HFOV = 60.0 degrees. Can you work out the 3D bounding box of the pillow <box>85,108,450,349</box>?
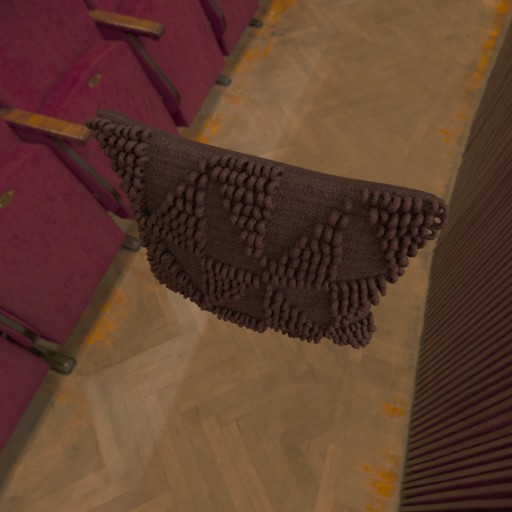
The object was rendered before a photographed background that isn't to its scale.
[{"bbox_3d":[0.000,0.000,0.728,0.470,0.467,0.172,16,60,10],"label":"pillow"}]
